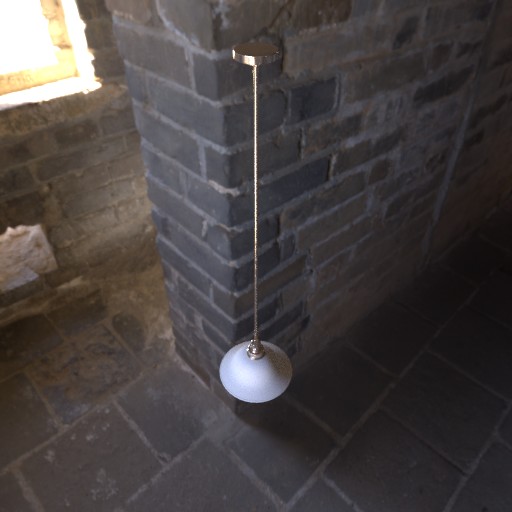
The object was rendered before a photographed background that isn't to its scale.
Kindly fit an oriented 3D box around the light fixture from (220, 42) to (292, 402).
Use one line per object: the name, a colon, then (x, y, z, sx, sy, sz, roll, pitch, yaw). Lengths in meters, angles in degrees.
light fixture: (0.000, 0.000, 1.537, 0.324, 1.354, 0.324, -1, 41, -1)
